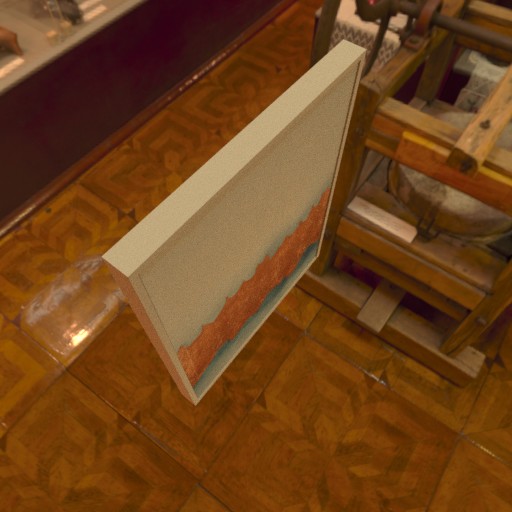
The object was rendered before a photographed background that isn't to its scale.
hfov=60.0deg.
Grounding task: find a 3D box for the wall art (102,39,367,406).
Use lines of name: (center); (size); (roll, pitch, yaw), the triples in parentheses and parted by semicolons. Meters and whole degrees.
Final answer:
wall art: (0.000, 0.000, 0.763); (0.039, 0.553, 0.451); (34, 65, 18)
